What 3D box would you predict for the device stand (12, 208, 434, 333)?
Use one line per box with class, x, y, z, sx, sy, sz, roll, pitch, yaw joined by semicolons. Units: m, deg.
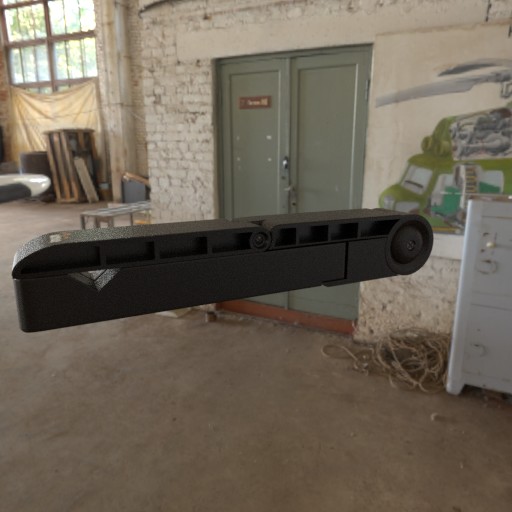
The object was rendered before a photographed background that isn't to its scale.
device stand;0.000;0.000;0.186;0.179;0.030;0.026;-7;16;-25
